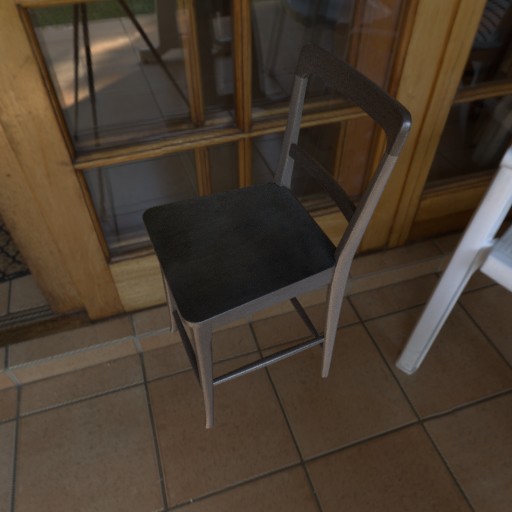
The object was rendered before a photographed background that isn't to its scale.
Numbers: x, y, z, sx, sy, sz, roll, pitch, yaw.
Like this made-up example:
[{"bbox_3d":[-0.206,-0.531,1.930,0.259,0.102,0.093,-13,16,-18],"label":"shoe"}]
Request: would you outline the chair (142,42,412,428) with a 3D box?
[{"bbox_3d":[0.000,0.000,1.290,0.546,0.991,0.450,-18,48,-16],"label":"chair"}]
